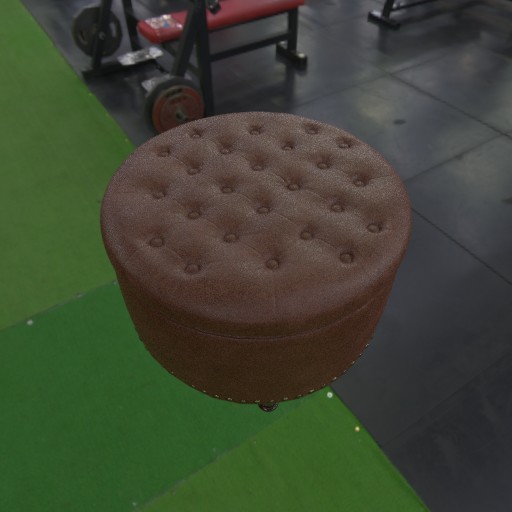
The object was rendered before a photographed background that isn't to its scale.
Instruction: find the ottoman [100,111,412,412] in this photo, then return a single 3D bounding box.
[{"bbox_3d":[0.000,0.000,1.062,0.637,0.442,0.637,0,48,0],"label":"ottoman"}]
